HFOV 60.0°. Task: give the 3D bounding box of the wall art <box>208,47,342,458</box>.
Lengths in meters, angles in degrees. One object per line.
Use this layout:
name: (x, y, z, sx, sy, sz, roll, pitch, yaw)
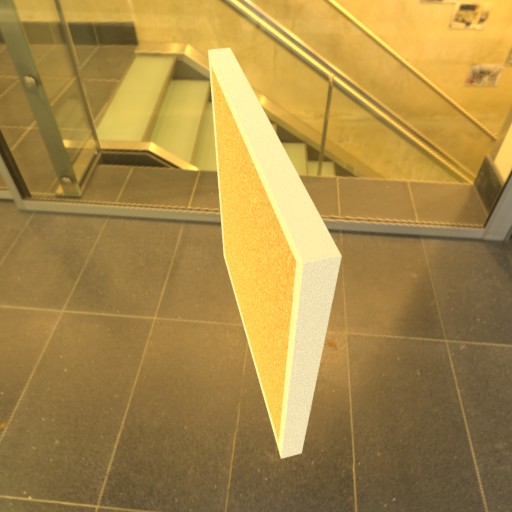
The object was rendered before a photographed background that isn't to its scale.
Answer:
wall art: (0.000, 0.000, 0.766, 0.038, 0.505, 0.506, -10, 47, -10)
